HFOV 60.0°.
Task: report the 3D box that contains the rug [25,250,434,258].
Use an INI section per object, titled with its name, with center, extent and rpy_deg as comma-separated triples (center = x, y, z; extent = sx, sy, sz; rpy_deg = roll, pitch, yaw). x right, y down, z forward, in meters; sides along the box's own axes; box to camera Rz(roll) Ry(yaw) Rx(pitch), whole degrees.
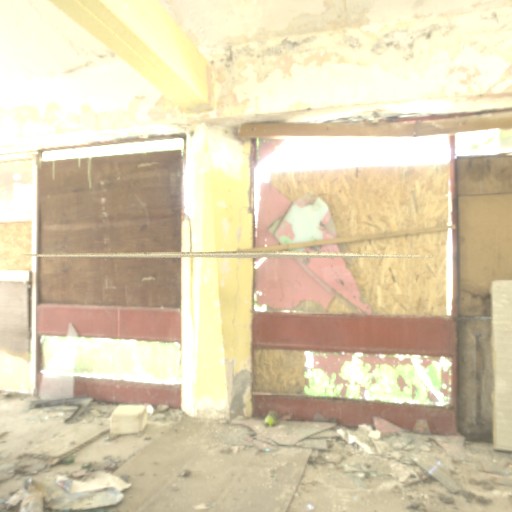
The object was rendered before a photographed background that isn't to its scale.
[rug]
center = 0.000, 0.000, 4.112
extent = 2.420, 0.019, 3.038
rpy_deg = 0, -1, 36
